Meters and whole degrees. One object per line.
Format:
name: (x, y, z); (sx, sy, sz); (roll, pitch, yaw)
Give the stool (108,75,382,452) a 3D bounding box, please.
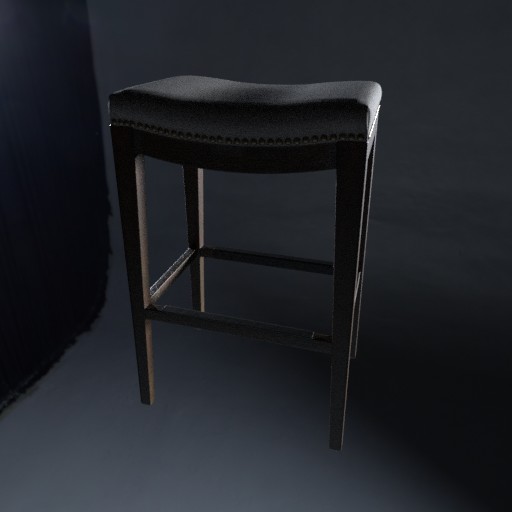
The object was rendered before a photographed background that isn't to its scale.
stool: (0.000, 0.000, 1.047); (0.508, 0.762, 0.356); (8, 29, 15)
